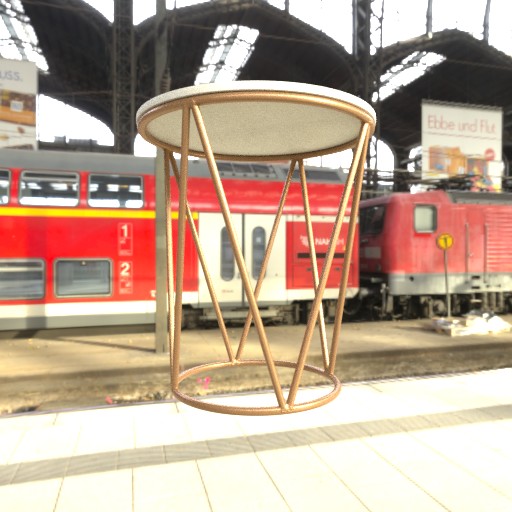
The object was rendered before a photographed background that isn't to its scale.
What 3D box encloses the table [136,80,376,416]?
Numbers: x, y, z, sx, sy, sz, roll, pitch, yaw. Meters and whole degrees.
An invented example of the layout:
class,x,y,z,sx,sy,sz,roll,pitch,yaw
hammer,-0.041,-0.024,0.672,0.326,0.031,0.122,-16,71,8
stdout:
class,x,y,z,sx,sy,sz,roll,pitch,yaw
table,0.000,0.000,0.959,0.500,0.564,0.500,0,0,0
